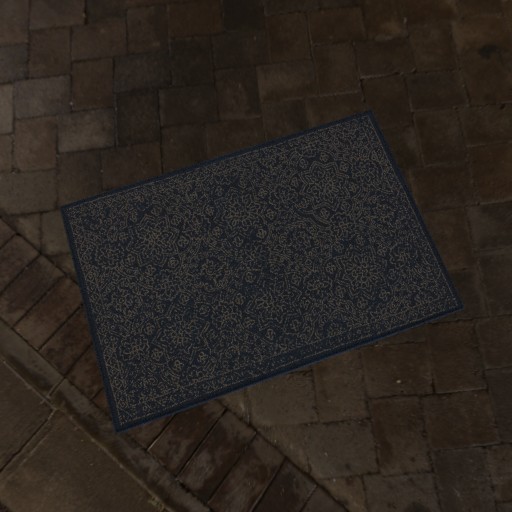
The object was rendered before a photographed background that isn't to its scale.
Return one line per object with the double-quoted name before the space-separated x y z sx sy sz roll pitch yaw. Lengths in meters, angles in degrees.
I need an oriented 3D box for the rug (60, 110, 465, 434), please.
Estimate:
"rug" 0.000 0.000 2.324 1.829 0.010 1.219 -18 76 -5
